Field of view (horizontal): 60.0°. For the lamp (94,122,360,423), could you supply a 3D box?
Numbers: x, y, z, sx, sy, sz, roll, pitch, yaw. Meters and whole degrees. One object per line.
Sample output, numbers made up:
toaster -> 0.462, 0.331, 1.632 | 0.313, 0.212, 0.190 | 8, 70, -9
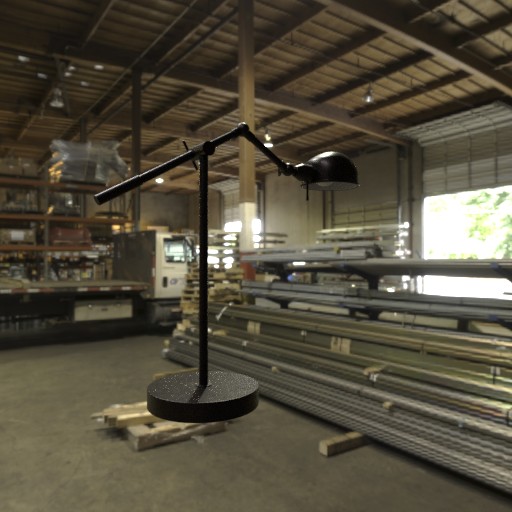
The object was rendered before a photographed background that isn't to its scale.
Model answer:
lamp -> 0.000, 0.000, 0.811 | 0.567, 0.495, 0.185 | 0, 0, -36
